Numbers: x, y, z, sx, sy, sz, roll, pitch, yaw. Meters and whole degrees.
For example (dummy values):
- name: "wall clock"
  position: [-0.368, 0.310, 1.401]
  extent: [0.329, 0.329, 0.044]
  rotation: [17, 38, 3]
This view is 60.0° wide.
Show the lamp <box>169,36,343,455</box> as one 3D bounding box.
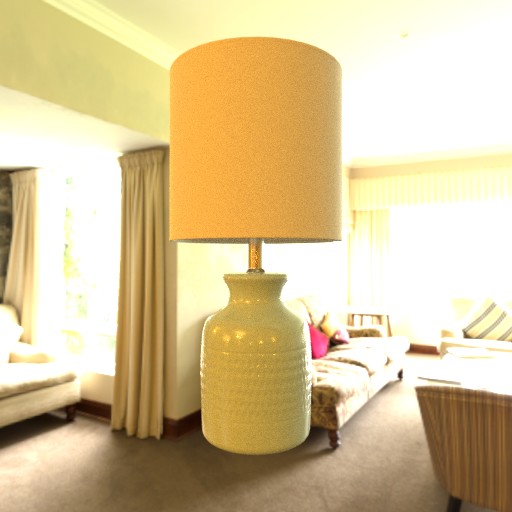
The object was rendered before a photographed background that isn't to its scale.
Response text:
- name: "lamp"
  position: [0.000, 0.000, 1.088]
  extent: [0.418, 0.871, 0.418]
  rotation: [0, 0, -19]
